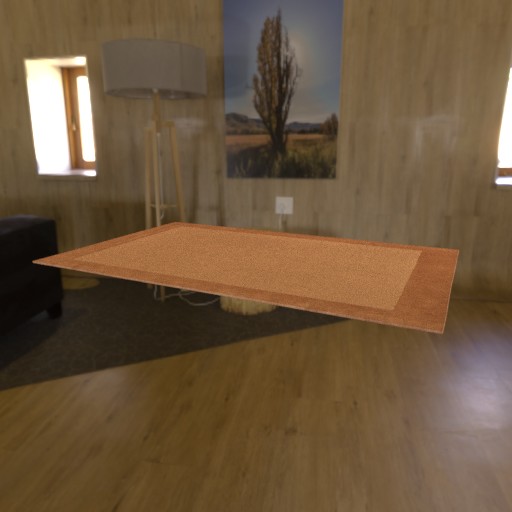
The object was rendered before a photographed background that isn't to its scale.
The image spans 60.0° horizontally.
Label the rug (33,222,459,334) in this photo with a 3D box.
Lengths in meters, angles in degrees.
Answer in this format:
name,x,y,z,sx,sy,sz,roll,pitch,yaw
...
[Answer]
name,x,y,z,sx,sy,sz,roll,pitch,yaw
rug,0.000,0.000,2.978,2.438,0.014,1.524,7,17,25
